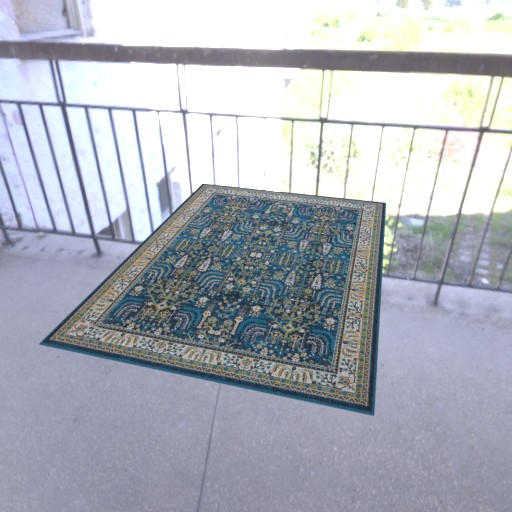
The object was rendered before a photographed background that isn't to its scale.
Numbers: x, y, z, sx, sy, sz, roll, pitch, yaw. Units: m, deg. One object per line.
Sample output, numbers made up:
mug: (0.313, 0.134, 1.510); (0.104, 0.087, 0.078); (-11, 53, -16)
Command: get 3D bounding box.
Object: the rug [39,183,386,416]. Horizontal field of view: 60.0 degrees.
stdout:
rug: (0.000, 0.000, 4.018); (2.226, 0.015, 3.044); (8, 32, 13)
